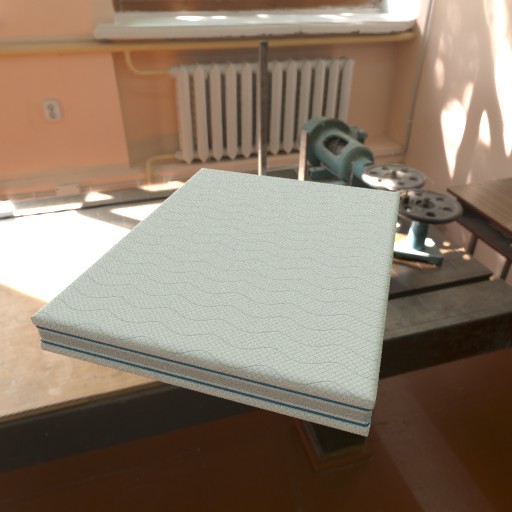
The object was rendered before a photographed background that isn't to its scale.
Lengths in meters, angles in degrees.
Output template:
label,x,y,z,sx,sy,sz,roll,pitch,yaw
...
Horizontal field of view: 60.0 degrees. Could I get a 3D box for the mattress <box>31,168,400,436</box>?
label,x,y,z,sx,sy,sz,roll,pitch,yaw
mattress,0.000,0.000,2.740,1.600,0.230,2.000,10,34,15
